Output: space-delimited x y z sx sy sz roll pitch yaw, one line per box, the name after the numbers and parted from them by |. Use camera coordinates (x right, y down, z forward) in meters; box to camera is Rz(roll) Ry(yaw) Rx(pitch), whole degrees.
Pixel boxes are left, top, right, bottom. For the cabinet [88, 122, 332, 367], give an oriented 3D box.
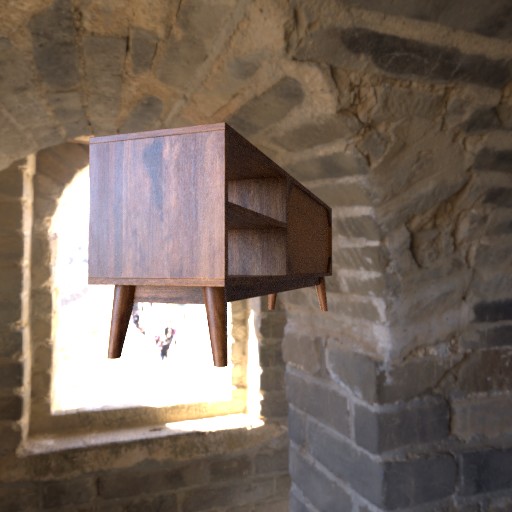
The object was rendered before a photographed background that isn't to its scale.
0.000 0.000 1.676 0.349 0.528 1.448 -1 -2 19 | cabinet
